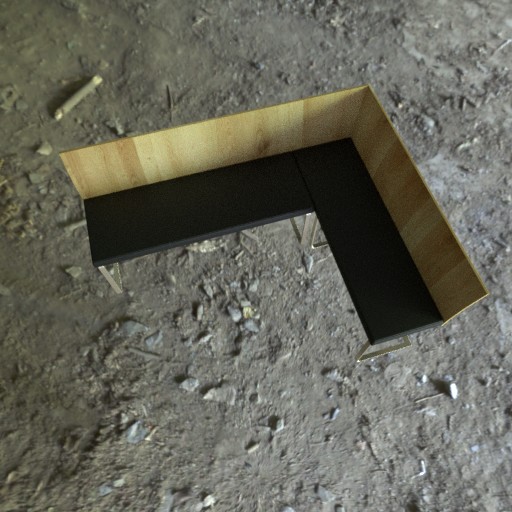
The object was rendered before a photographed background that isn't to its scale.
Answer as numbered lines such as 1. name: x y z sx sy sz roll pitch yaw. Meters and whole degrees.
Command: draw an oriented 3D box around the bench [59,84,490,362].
1. bench: 0.000 0.000 2.783 1.945 0.930 1.495 -15 64 -7
